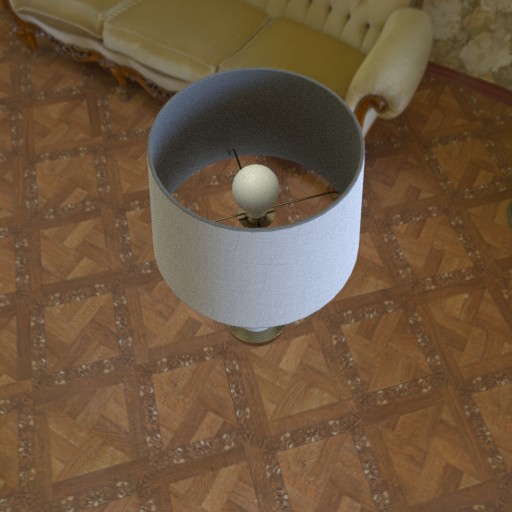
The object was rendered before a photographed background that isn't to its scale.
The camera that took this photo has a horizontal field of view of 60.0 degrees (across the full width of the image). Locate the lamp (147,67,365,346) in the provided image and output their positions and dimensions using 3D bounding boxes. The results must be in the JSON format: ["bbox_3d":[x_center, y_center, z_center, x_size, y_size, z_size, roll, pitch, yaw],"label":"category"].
[{"bbox_3d":[0.000,0.000,0.738,0.309,0.545,0.309,0,61,0],"label":"lamp"}]
